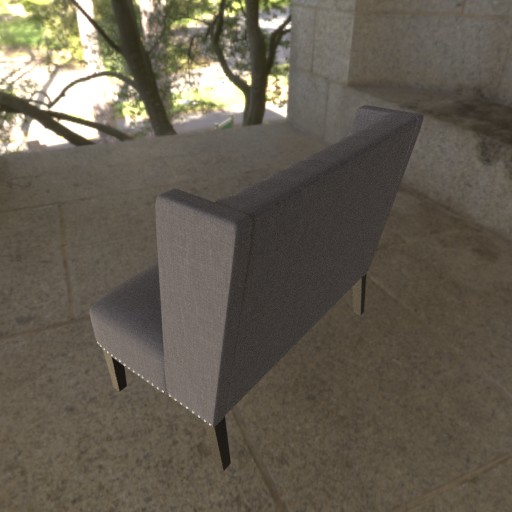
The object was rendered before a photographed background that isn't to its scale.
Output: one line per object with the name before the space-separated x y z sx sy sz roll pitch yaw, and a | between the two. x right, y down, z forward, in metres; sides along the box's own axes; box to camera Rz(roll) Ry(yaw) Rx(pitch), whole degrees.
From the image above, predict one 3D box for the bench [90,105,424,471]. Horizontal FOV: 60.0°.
bench | 0.000 0.000 1.975 0.842 1.121 1.276 22 39 31
